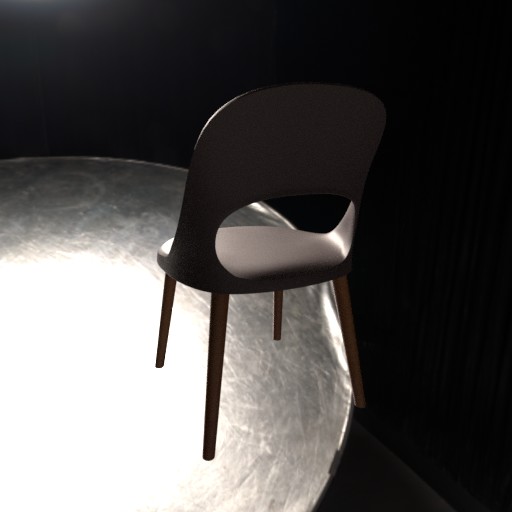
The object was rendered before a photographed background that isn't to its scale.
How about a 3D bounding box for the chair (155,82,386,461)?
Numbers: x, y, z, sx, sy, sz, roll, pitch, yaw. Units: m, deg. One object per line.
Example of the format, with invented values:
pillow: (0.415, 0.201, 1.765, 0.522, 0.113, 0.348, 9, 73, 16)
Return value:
chair: (0.000, 0.000, 1.149, 0.470, 0.794, 0.556, -8, 18, -26)
